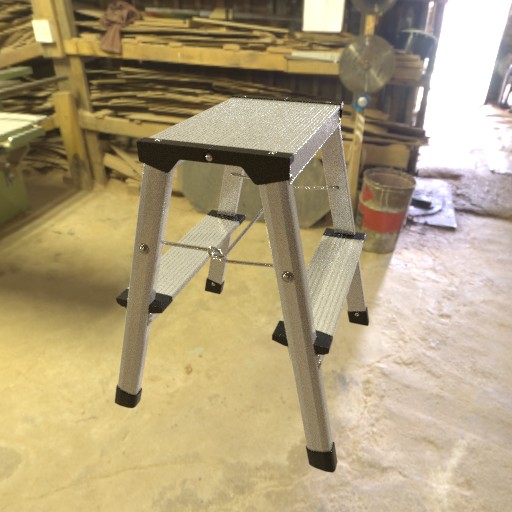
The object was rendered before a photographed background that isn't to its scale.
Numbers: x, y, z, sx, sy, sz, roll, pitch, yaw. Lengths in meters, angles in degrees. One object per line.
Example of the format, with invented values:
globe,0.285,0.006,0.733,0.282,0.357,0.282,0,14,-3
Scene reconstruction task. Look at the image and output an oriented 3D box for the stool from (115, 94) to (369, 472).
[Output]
stool,0.000,0.000,0.786,0.405,0.480,0.404,10,32,17
